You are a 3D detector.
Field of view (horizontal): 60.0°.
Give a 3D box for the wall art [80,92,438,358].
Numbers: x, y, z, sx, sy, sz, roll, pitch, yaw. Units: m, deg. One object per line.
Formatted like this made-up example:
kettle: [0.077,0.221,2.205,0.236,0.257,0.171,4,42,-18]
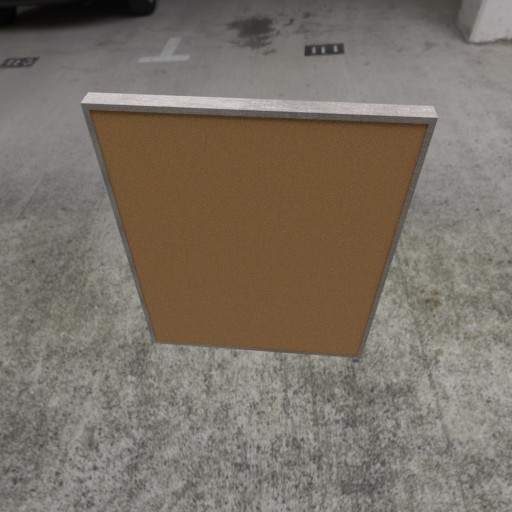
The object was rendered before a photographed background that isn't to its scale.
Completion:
wall art: [0.000,0.000,0.717,0.421,0.521,0.032,3,46,3]
